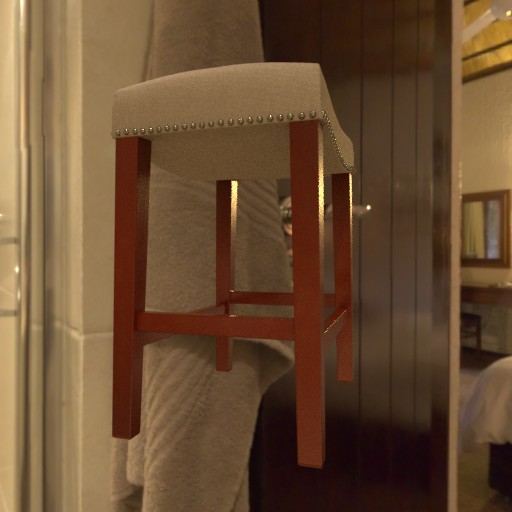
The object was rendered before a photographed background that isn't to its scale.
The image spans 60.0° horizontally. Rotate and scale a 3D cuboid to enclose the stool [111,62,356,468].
[{"bbox_3d":[0.000,0.000,0.950,0.375,0.632,0.509,0,0,18],"label":"stool"}]
